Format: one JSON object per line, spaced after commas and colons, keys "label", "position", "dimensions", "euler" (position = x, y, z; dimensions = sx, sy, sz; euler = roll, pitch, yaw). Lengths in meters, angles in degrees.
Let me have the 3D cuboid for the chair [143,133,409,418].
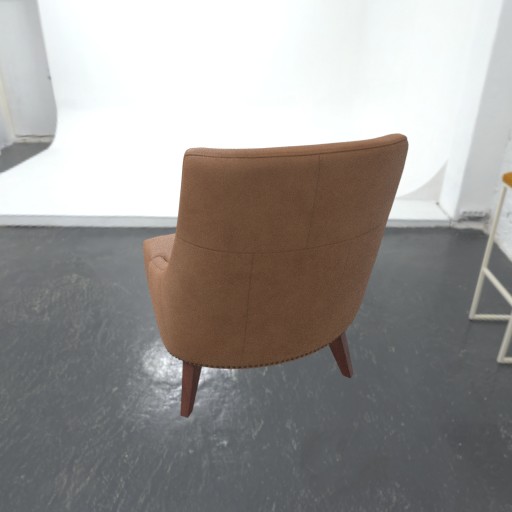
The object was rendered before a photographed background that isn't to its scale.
{"label": "chair", "position": [0.000, 0.000, 1.485], "dimensions": [0.701, 0.909, 0.861], "euler": [-8, 28, -16]}
